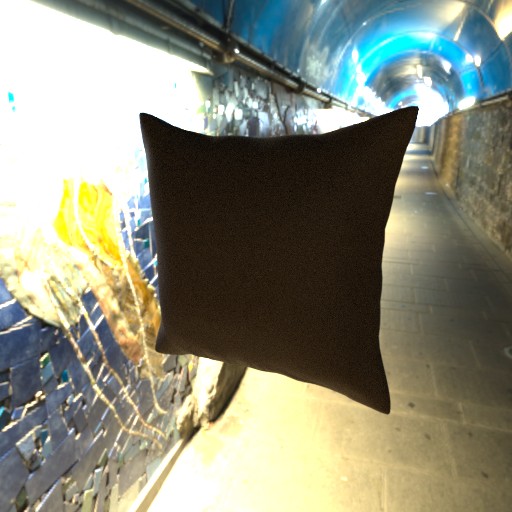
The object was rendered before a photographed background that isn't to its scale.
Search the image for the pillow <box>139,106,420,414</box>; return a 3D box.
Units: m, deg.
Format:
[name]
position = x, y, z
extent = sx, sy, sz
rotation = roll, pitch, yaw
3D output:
[pillow]
position = 0.000, 0.000, 0.702
extent = 0.453, 0.443, 0.168
rotation = 8, 18, 28
